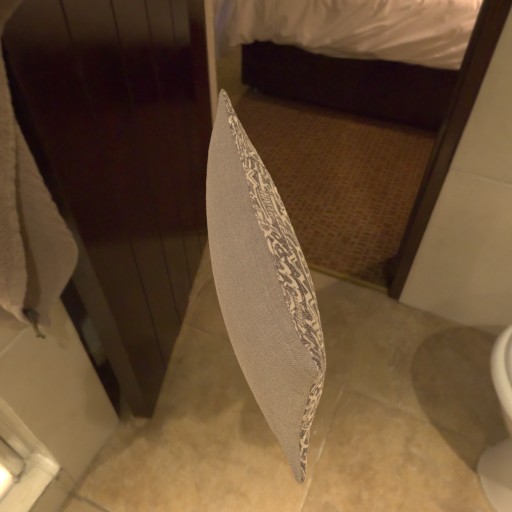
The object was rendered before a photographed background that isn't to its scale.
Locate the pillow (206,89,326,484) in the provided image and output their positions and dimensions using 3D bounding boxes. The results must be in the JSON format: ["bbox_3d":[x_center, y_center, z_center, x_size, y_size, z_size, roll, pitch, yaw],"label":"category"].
[{"bbox_3d":[0.000,0.000,0.735,0.148,0.290,0.631,-9,47,-8],"label":"pillow"}]
